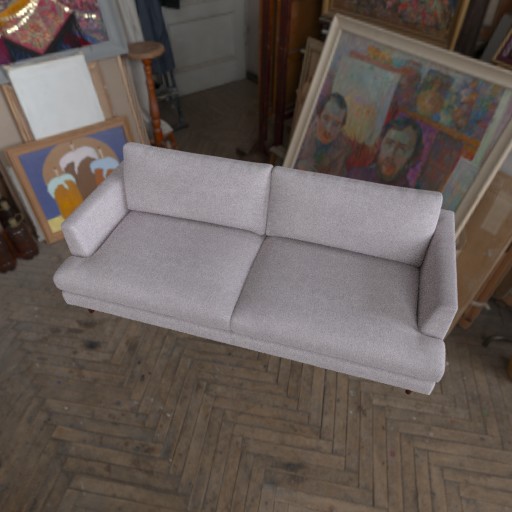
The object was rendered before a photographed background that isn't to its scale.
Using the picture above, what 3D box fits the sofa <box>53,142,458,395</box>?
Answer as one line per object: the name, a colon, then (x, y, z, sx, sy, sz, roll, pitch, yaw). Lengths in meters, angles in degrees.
sofa: (0.000, 0.000, 2.741, 2.250, 0.868, 1.020, 12, 45, 12)
